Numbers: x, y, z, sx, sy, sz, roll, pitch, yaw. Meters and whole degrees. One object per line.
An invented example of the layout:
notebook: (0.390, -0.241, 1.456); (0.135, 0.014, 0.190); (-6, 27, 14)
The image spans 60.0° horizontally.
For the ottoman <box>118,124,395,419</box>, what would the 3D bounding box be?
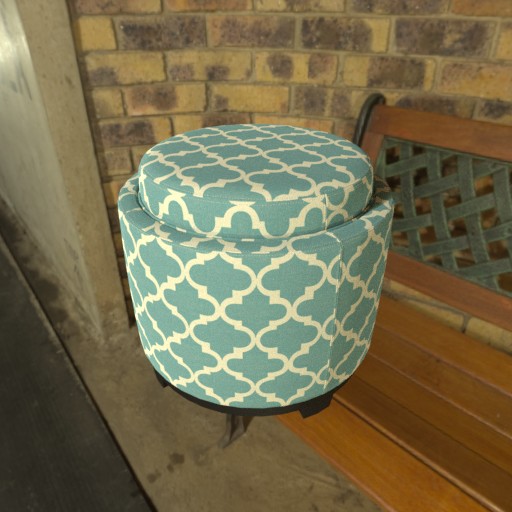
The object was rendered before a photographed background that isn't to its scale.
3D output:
ottoman: (0.000, 0.000, 0.854); (0.480, 0.429, 0.480); (0, 31, 0)
